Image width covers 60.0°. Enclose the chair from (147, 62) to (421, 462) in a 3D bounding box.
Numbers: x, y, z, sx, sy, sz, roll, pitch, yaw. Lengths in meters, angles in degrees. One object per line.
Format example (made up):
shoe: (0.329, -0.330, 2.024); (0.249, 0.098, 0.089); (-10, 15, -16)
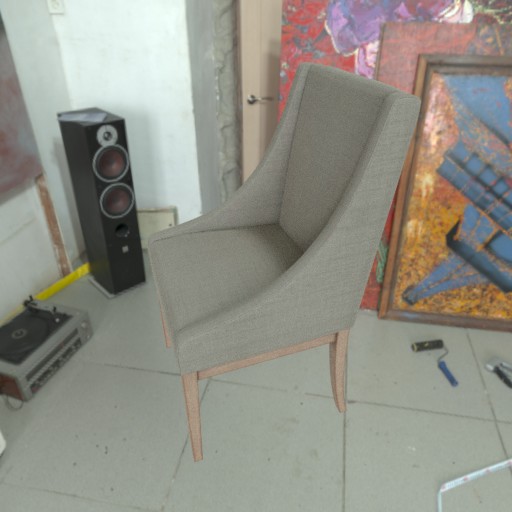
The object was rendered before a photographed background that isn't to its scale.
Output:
chair: (0.000, 0.000, 1.364); (0.611, 1.021, 0.575); (-10, 33, -16)
